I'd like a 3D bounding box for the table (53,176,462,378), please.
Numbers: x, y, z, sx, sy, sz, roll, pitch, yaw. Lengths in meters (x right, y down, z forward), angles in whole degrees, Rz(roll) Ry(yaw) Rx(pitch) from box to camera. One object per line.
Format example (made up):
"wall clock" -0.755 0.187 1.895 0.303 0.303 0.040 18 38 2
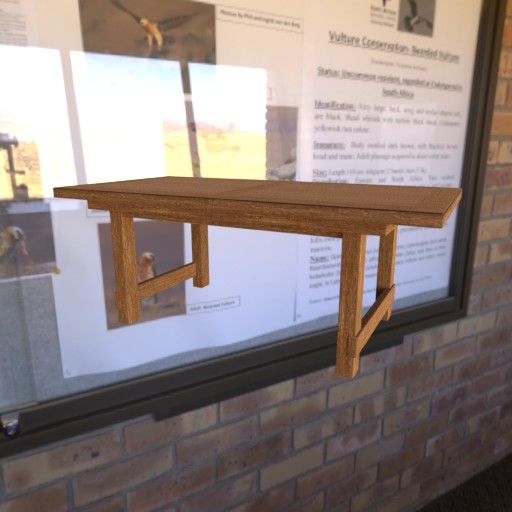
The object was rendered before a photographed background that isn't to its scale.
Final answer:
"table" 0.000 0.000 2.491 1.982 0.762 1.000 7 16 27
